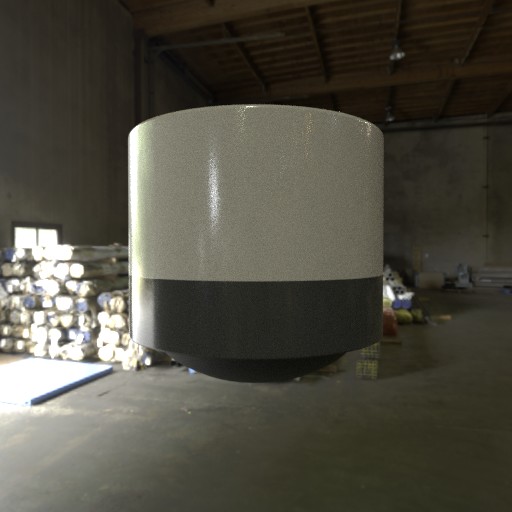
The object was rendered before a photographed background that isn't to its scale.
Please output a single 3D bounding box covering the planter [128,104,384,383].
[{"bbox_3d":[0.000,0.000,0.350,0.193,0.177,0.193,0,1,0],"label":"planter"}]
